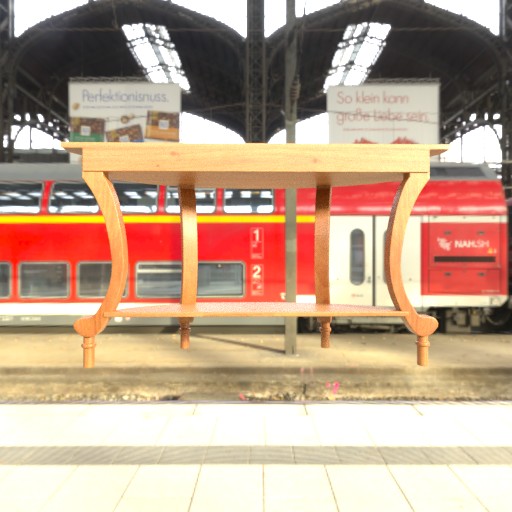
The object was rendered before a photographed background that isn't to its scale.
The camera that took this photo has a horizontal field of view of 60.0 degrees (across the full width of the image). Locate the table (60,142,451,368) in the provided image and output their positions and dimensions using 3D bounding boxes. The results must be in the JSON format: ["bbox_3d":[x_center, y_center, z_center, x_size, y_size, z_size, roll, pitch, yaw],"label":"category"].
[{"bbox_3d":[0.000,0.000,1.556,1.198,0.692,0.394,0,0,-1],"label":"table"}]
